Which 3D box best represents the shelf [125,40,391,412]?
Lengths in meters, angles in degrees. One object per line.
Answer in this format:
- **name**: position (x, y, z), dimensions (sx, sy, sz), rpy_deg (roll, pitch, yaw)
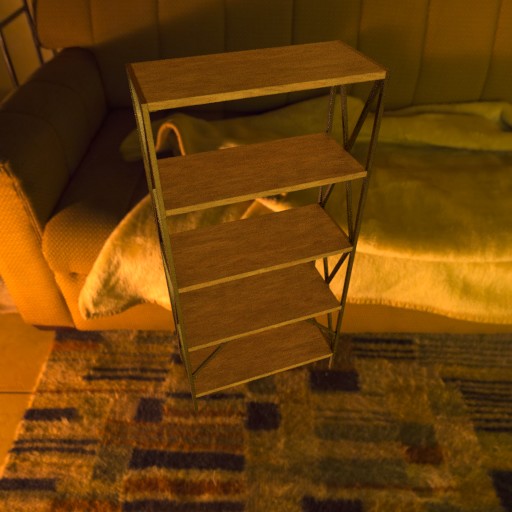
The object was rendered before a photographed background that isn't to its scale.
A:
- **shelf**: position (0.000, 0.000, 2.184), dimensions (0.874, 1.803, 0.386), rpy_deg (-13, 43, -14)
